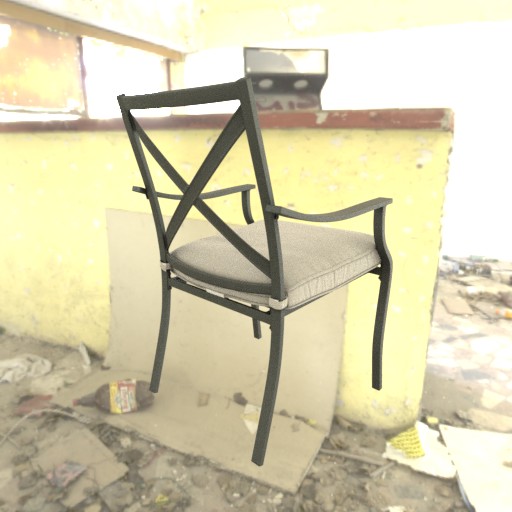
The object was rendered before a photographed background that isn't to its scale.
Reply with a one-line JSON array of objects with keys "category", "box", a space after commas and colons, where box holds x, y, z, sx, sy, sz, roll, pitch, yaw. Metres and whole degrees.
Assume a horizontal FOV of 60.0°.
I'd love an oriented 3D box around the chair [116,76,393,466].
[{"category": "chair", "box": [0.000, 0.000, 1.294, 0.575, 0.889, 0.620, 14, 20, 43]}]
